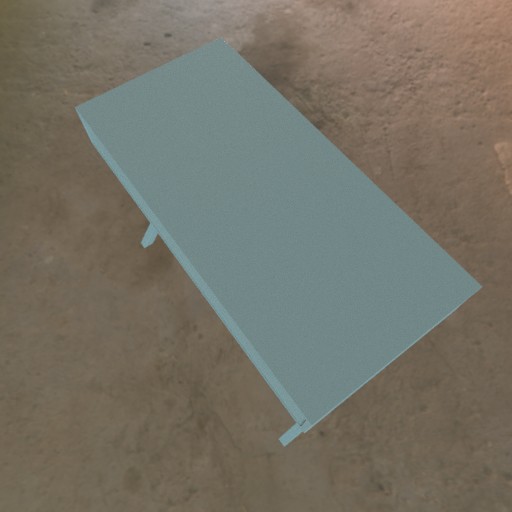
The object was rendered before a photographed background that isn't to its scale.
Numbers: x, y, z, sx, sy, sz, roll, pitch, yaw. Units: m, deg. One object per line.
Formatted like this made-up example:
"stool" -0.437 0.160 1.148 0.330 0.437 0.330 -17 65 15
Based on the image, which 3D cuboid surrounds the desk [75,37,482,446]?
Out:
"desk" 0.000 0.000 1.483 0.509 0.780 1.059 -33 68 -15
